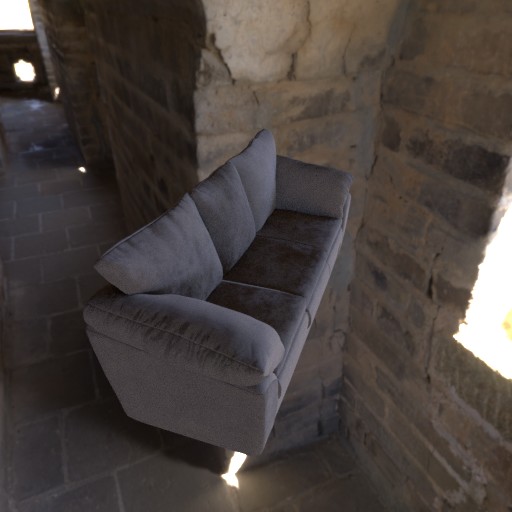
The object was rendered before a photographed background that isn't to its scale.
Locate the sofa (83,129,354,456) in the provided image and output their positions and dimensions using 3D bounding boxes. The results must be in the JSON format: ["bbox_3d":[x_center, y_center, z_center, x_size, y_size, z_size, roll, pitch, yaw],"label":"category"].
[{"bbox_3d":[0.000,0.000,2.840,0.878,1.073,2.336,10,32,17],"label":"sofa"}]
